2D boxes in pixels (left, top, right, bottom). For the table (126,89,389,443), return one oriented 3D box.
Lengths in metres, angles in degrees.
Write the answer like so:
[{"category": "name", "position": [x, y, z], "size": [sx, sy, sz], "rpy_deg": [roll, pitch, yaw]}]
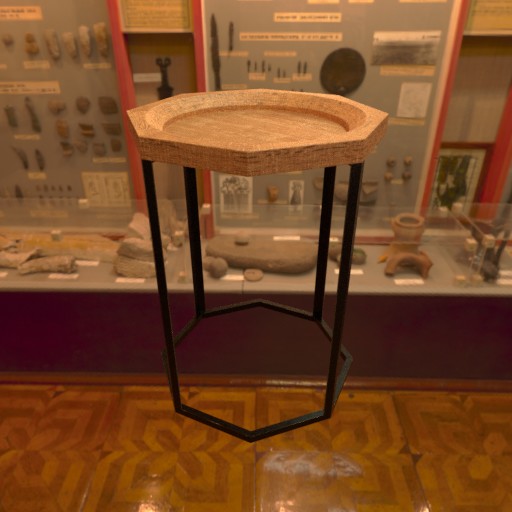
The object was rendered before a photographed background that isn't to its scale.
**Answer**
[{"category": "table", "position": [0.000, 0.000, 0.875], "size": [0.437, 0.553, 0.437], "rpy_deg": [1, 30, 2]}]
